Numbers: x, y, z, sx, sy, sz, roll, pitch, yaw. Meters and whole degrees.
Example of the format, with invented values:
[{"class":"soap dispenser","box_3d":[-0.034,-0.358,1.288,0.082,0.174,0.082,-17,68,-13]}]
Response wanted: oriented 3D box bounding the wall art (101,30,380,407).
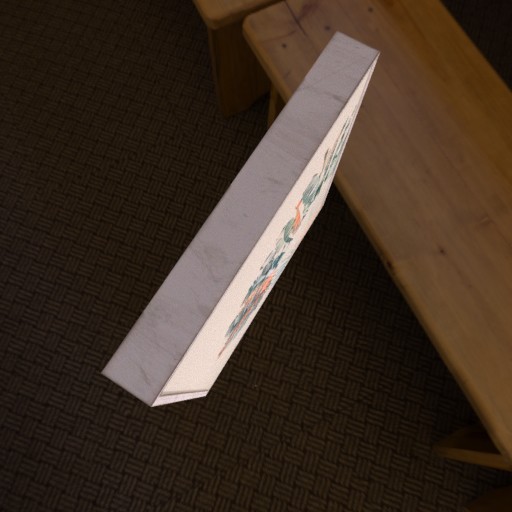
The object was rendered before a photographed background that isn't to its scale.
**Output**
[{"class":"wall art","box_3d":[0.000,0.000,0.453,0.038,0.303,0.305,31,76,8]}]
